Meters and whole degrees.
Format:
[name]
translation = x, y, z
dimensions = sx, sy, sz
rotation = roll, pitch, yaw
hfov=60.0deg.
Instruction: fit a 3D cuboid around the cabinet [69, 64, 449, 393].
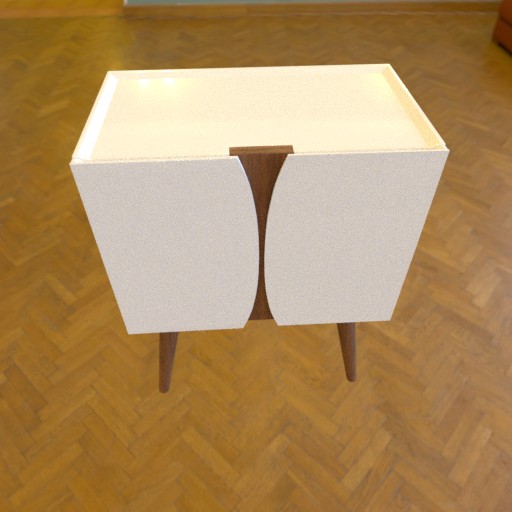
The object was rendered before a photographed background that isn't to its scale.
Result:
[cabinet]
translation = 0.000, 0.000, 1.076
dimensions = 0.591, 0.772, 0.344
rotation = -3, 45, -3
